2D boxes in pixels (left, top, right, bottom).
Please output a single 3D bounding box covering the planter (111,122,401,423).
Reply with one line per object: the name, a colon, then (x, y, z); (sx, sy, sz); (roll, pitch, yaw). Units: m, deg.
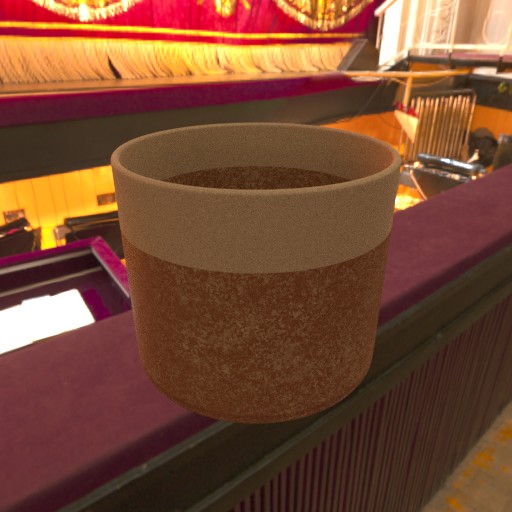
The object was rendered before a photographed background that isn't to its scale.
planter: (0.000, 0.000, 0.282); (0.159, 0.138, 0.159); (0, 27, 0)
